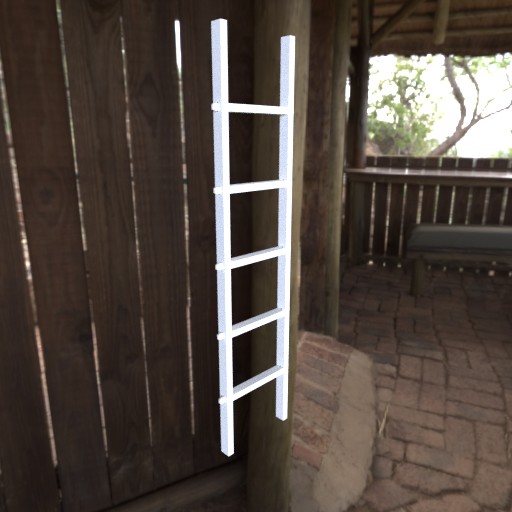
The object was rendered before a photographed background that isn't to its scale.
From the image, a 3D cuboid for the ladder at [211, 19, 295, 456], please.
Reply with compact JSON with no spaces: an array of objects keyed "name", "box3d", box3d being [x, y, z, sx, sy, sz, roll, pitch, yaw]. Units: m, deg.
[{"name":"ladder","box3d":[0.000,0.000,1.931,0.051,1.797,0.452,15,21,43]}]
